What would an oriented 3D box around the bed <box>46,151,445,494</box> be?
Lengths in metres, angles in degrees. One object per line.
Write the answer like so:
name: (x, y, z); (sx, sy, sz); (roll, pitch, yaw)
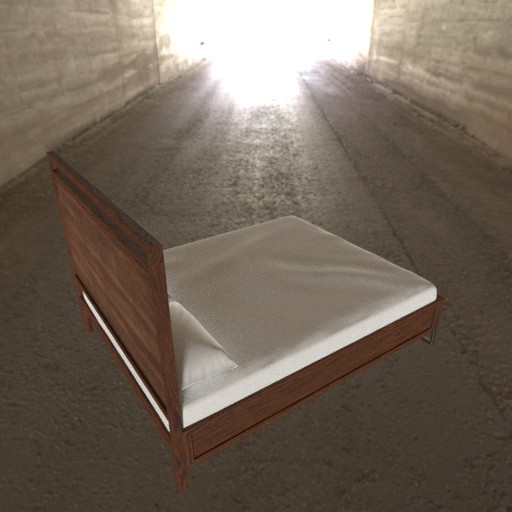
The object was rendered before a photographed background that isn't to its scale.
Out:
bed: (0.000, 0.000, 3.249); (2.218, 1.487, 1.765); (-18, 32, -30)
